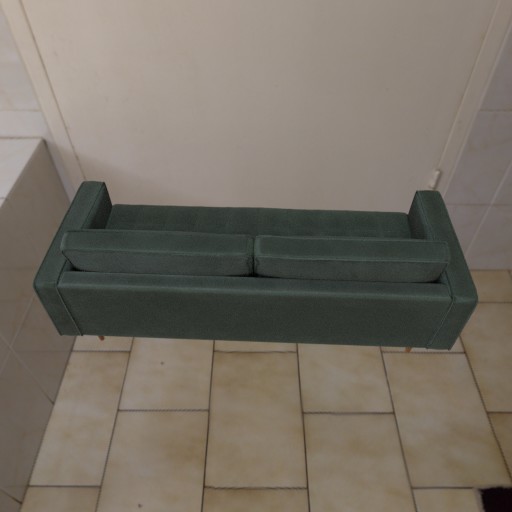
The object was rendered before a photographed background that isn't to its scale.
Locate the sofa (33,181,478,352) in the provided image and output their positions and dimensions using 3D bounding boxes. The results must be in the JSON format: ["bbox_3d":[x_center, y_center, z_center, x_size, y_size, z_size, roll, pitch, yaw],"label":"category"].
[{"bbox_3d":[0.000,0.000,2.577,2.214,0.781,0.886,2,47,2],"label":"sofa"}]
